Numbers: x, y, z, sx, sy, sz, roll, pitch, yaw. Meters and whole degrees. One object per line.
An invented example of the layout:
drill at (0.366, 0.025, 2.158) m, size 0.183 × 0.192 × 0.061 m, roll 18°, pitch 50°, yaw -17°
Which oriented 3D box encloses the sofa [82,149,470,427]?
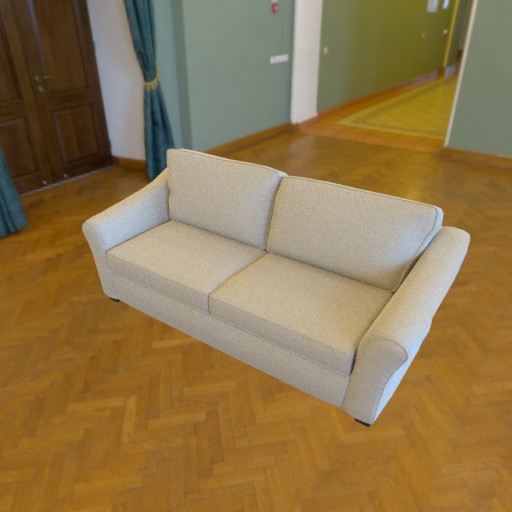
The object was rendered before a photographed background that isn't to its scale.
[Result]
sofa at (0.000, 0.000, 2.809) m, size 2.270 × 0.965 × 0.980 m, roll 19°, pitch 35°, yaw 29°
